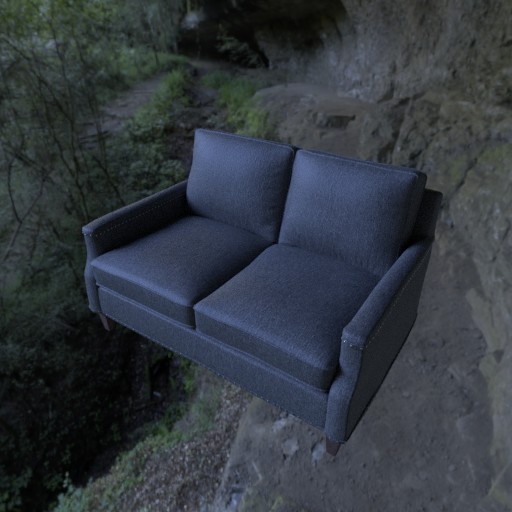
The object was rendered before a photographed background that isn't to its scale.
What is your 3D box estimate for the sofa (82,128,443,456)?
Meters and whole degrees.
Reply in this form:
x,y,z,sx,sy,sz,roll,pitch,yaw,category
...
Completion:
x,y,z,sx,sy,sz,roll,pitch,yaw,category
0.000,0.000,2.336,1.597,1.003,1.084,19,36,29,sofa
